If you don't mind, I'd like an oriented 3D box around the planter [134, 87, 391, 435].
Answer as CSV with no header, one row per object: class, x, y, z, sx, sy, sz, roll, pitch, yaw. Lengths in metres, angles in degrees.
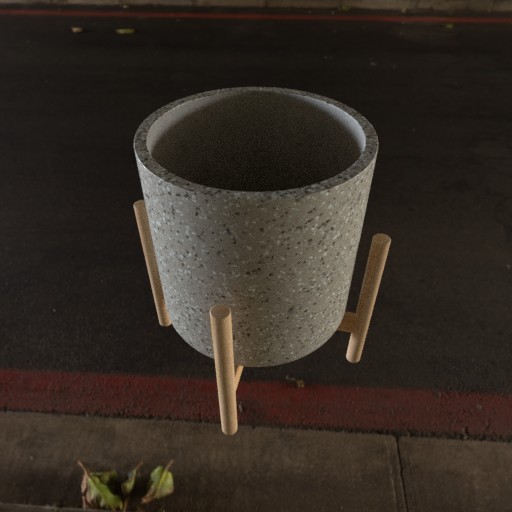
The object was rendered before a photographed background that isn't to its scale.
planter,0.000,0.000,0.699,0.360,0.419,0.360,26,48,26
